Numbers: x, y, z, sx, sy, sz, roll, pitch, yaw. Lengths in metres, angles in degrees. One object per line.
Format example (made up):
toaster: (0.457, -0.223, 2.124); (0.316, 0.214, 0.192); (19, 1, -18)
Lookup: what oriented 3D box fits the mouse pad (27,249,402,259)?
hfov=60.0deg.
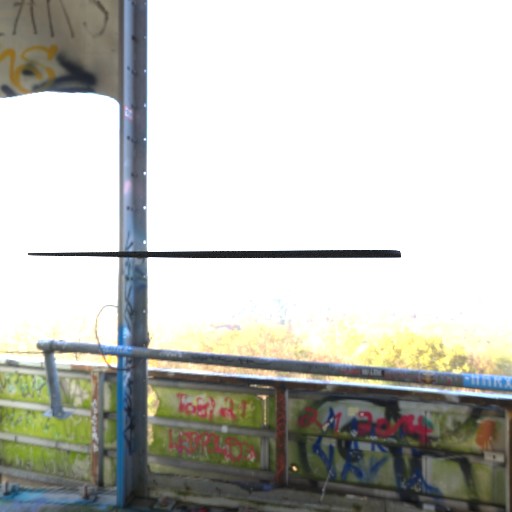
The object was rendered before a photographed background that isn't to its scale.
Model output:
mouse pad: (0.000, 0.000, 0.338); (0.211, 0.002, 0.249); (0, -1, 18)
